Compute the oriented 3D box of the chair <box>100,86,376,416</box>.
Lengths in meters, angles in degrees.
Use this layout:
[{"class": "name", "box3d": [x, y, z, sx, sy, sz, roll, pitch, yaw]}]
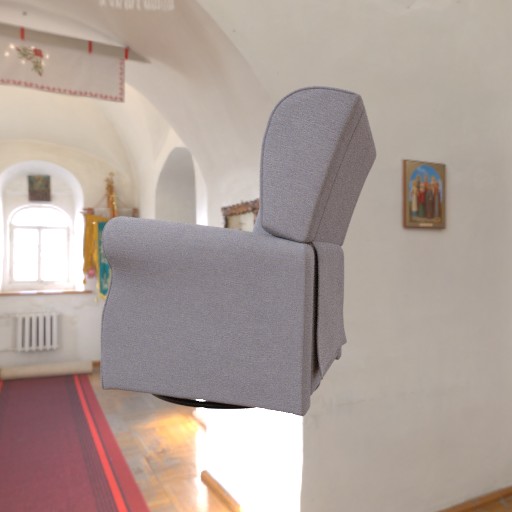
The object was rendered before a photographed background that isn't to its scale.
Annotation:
[{"class": "chair", "box3d": [0.000, 0.000, 1.694, 0.854, 0.966, 0.906, 0, 0, 18]}]
